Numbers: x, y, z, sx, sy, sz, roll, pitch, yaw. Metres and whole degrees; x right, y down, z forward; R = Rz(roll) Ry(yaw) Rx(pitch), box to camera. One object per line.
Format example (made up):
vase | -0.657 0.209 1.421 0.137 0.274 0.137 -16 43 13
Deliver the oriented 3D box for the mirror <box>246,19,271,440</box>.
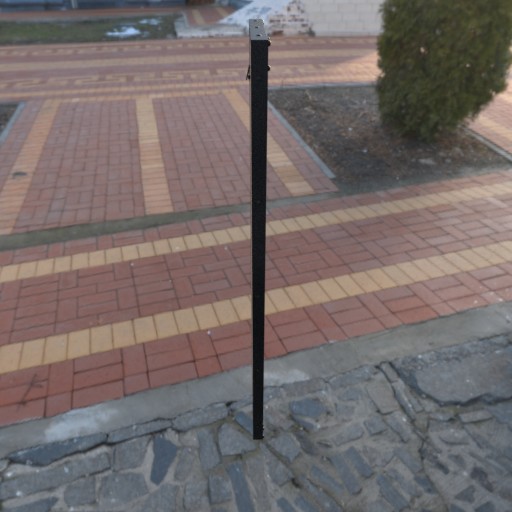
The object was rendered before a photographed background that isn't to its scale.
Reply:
mirror | 0.000 0.000 1.167 0.042 1.080 0.354 -1 33 -1
